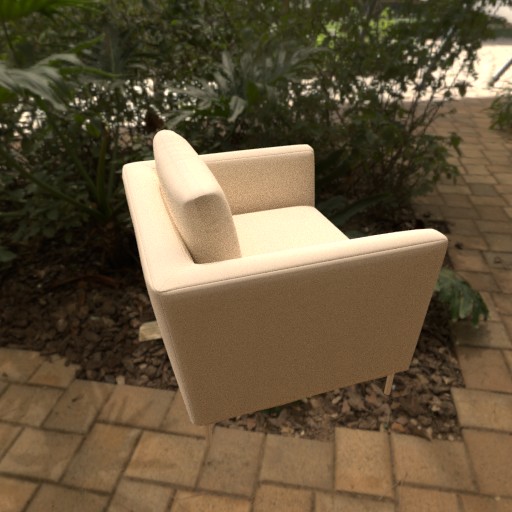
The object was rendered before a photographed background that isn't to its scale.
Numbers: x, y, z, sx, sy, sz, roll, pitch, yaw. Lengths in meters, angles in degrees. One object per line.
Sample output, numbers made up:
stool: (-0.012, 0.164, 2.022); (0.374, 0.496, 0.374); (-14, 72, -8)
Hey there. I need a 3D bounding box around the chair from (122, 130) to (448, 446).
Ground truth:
chair: (0.000, 0.000, 1.739); (0.889, 0.865, 1.041); (-10, 32, -16)
